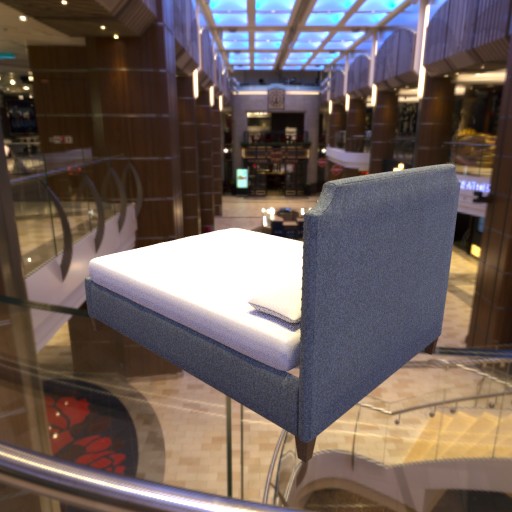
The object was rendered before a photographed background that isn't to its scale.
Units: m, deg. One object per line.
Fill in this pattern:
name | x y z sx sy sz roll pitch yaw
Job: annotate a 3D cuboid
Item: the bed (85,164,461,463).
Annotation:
bed | 0.000 0.000 3.409 2.372 1.443 1.712 15 22 41
